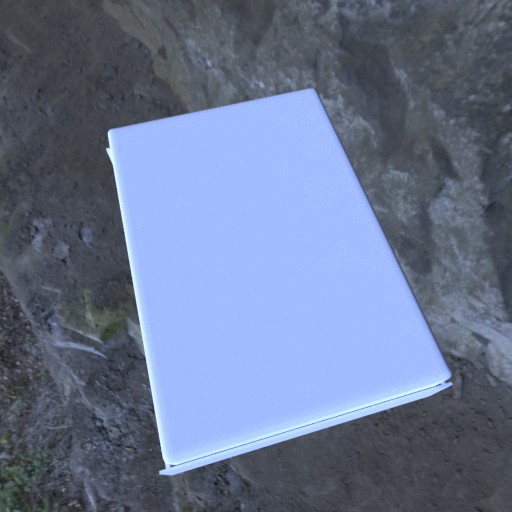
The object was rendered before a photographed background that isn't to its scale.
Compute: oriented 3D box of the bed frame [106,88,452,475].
[{"bbox_3d":[0.000,0.000,2.561,1.445,0.497,1.945,-14,64,-7],"label":"bed frame"}]
